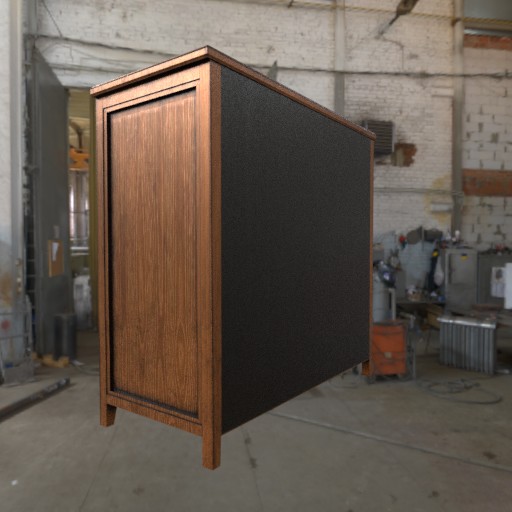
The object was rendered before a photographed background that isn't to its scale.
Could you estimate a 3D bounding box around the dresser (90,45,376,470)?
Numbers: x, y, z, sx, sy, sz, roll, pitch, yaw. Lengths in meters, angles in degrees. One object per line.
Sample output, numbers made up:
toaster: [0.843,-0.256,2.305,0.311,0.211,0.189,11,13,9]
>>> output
dresser: [0.000,0.000,1.935,0.591,1.224,1.250,1,2,37]
